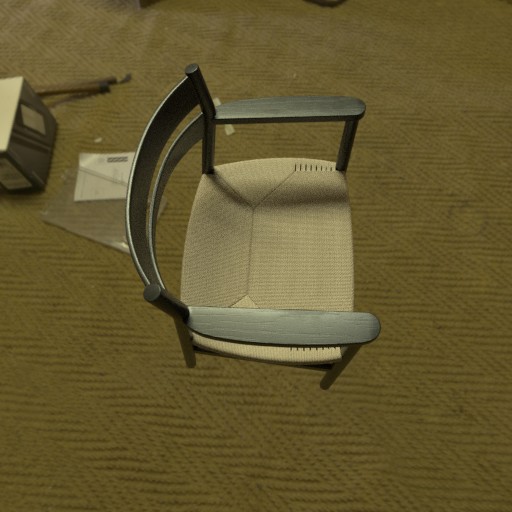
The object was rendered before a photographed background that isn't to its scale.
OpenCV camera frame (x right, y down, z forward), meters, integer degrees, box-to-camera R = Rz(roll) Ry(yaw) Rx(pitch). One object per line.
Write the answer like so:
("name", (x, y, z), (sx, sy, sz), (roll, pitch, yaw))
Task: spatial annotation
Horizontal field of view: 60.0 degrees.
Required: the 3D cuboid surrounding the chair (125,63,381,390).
("chair", (0.000, 0.000, 1.206), (0.508, 0.775, 0.630), (3, 64, 2))
